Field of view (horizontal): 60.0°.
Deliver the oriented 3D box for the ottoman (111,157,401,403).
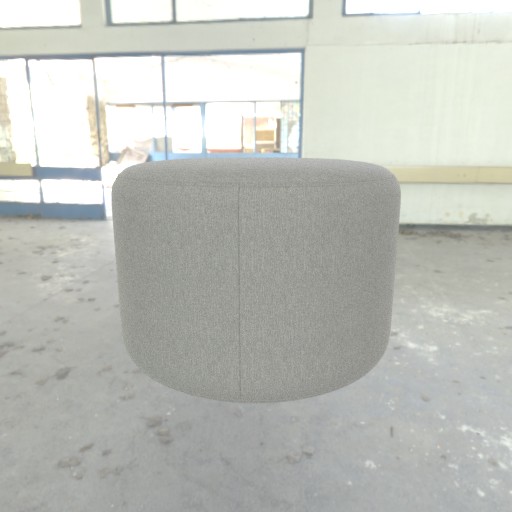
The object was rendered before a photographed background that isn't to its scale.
[{"bbox_3d":[0.000,0.000,1.008,0.608,0.433,0.608,0,14,0],"label":"ottoman"}]
